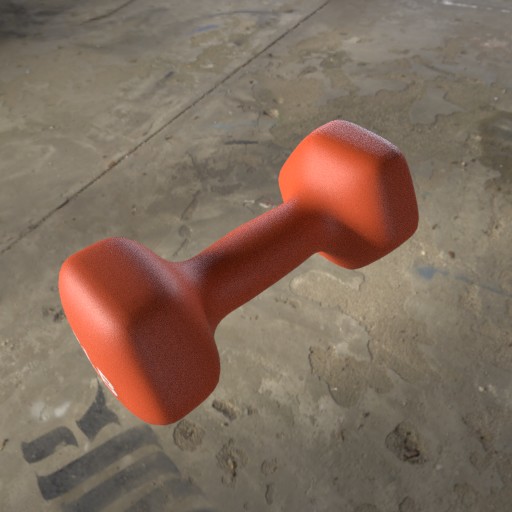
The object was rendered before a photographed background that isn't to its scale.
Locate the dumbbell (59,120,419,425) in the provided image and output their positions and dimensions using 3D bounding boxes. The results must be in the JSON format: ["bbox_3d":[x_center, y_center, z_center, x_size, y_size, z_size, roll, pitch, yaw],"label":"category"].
[{"bbox_3d":[0.000,0.000,0.201,0.162,0.071,0.079,-32,54,-27],"label":"dumbbell"}]
